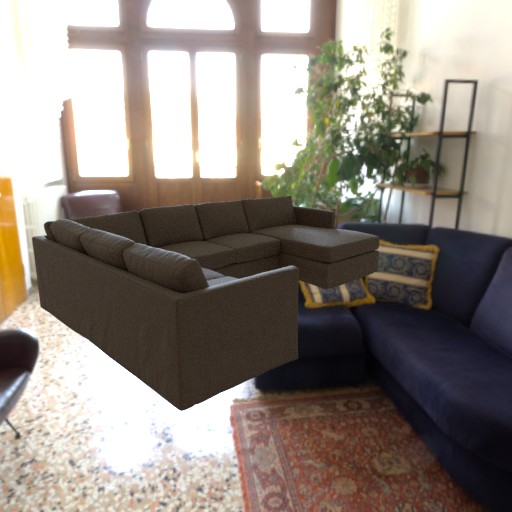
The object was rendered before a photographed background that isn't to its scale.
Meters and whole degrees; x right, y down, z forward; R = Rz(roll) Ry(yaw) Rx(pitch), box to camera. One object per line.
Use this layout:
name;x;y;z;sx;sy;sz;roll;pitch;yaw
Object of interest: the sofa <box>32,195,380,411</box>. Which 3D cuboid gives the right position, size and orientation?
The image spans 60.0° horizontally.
sofa;0.000;0.000;4.458;3.460;0.882;2.427;-13;19;-42
